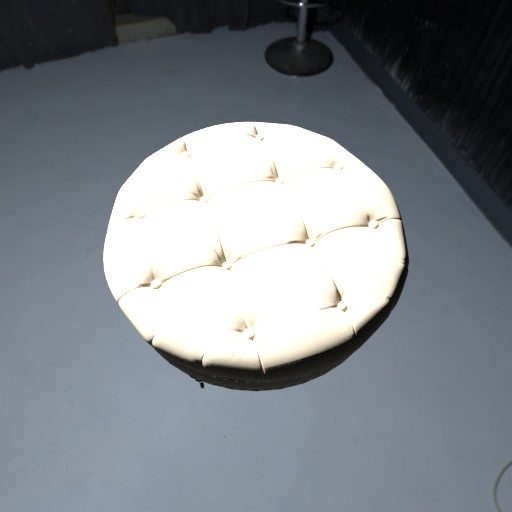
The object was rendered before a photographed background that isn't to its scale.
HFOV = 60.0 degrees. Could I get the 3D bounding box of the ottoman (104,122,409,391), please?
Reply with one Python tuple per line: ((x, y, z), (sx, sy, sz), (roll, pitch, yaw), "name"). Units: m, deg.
((0.000, 0.000, 1.428), (0.901, 0.439, 0.901), (0, 56, 0), "ottoman")
